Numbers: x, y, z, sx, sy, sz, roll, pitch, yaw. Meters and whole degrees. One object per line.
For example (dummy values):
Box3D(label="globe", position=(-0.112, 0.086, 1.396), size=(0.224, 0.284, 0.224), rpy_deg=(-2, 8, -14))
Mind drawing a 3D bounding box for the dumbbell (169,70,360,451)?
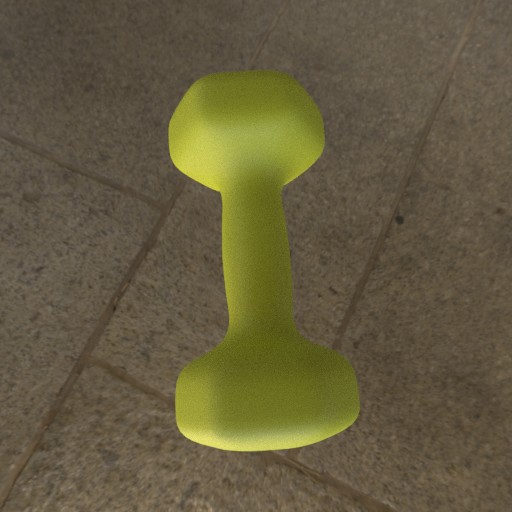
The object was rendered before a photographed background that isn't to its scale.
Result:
Box3D(label="dumbbell", position=(0.000, 0.000, 0.206), size=(0.080, 0.072, 0.164), rpy_deg=(-4, 75, -1))
